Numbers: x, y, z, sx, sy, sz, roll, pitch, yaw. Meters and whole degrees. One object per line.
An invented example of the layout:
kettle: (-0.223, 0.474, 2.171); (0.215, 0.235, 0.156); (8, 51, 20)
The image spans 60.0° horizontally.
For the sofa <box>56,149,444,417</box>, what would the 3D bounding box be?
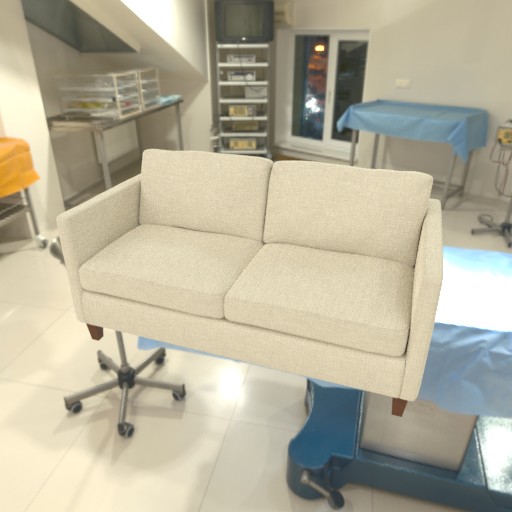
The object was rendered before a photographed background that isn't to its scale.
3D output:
sofa: (0.000, 0.000, 2.441); (1.838, 0.963, 0.950); (9, 29, 17)
